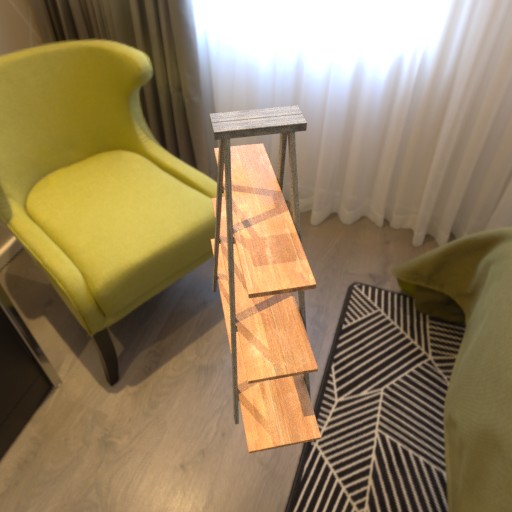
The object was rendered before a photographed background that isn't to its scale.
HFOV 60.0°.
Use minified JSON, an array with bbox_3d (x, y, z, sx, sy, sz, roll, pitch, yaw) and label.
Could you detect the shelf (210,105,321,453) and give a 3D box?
[{"bbox_3d":[0.000,0.000,2.638,0.508,1.808,1.746,-8,47,-8],"label":"shelf"}]
